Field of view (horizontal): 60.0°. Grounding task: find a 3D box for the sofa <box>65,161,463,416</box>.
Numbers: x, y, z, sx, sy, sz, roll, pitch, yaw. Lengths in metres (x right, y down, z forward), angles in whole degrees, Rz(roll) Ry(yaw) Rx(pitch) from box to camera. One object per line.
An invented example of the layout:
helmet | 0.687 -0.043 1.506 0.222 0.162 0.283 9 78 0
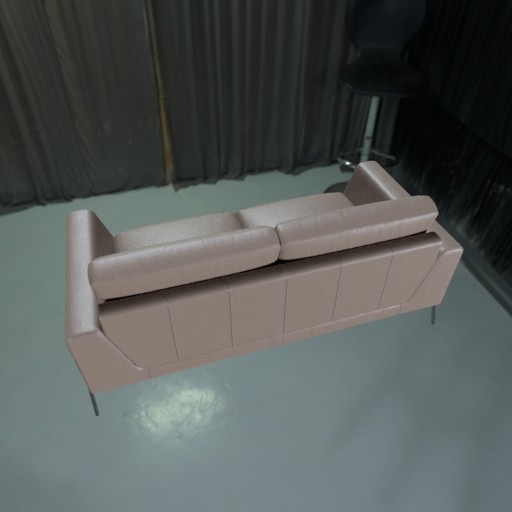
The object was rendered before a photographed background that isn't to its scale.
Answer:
sofa | 0.000 0.000 2.541 2.017 0.875 0.953 -12 43 -13
